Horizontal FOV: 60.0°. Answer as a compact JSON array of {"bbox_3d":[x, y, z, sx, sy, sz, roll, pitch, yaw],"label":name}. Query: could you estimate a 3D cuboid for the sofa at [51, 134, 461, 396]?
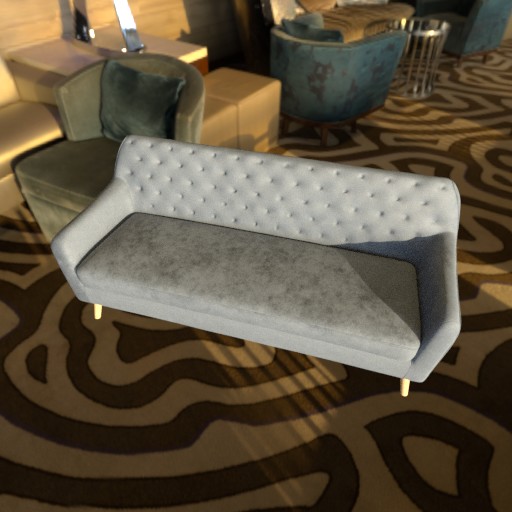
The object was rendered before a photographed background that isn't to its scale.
[{"bbox_3d":[0.000,0.000,2.374,1.975,0.832,0.841,11,41,13],"label":"sofa"}]
